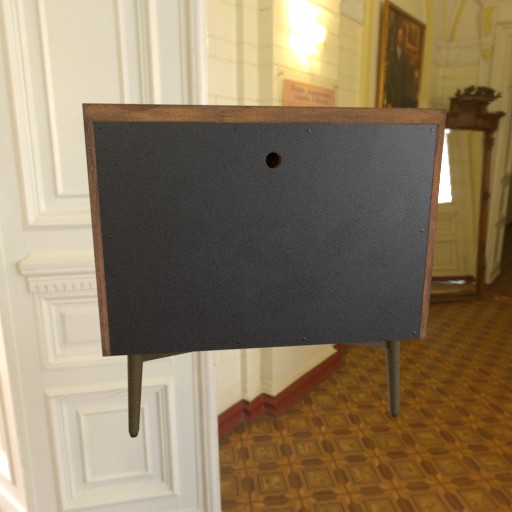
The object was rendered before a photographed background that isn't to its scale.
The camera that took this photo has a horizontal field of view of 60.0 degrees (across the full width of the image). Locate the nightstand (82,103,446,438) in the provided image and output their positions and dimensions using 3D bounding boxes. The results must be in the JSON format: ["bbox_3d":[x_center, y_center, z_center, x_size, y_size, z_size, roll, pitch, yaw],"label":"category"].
[{"bbox_3d":[0.000,0.000,1.021,0.610,0.610,0.458,-2,13,-7],"label":"nightstand"}]
